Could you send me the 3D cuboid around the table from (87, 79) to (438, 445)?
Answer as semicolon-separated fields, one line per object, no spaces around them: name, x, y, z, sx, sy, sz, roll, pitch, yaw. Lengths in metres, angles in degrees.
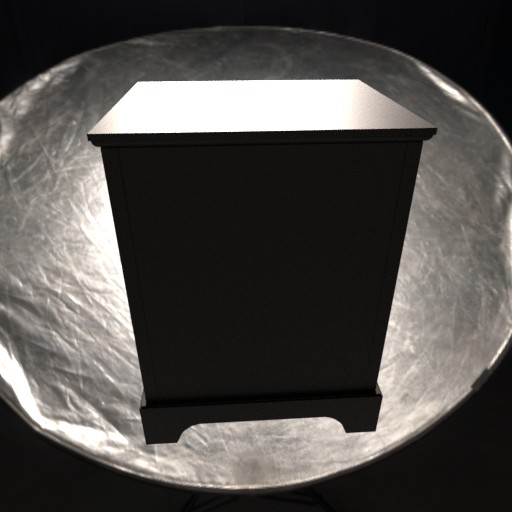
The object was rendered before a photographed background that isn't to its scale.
table;0.000;0.000;0.902;0.460;0.610;0.399;-2;30;-3
